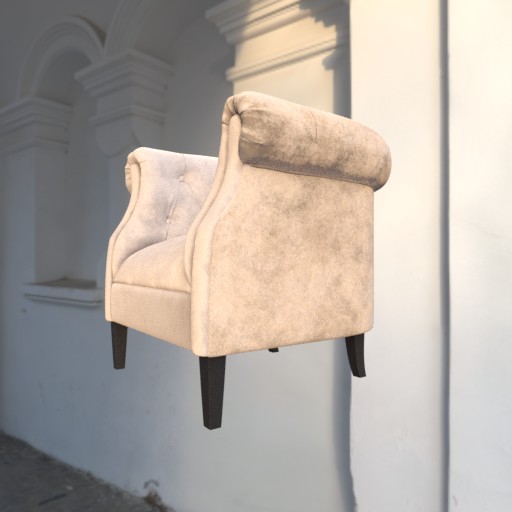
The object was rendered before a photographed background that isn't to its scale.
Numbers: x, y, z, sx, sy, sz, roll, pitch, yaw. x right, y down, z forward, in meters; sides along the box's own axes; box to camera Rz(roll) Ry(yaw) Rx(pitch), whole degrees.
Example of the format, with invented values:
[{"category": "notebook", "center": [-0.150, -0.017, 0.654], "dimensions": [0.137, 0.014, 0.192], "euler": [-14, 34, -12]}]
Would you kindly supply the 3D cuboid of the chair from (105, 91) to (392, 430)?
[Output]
[{"category": "chair", "center": [0.000, 0.000, 1.566], "dimensions": [0.851, 0.826, 0.904], "euler": [0, 0, -35]}]
